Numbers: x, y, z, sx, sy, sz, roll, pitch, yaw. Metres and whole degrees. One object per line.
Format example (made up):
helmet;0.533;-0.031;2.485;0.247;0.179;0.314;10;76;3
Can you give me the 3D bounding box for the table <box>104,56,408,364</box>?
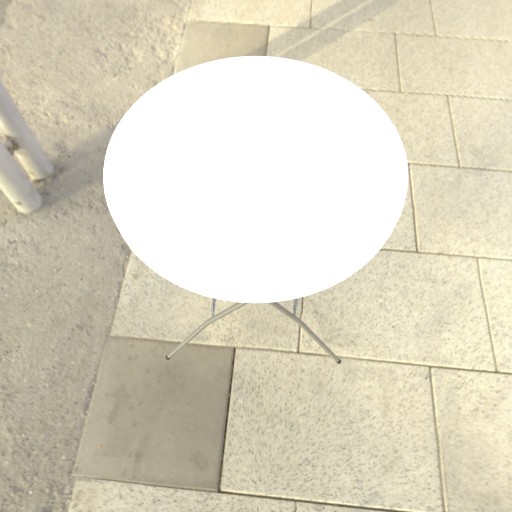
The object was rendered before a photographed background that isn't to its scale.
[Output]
table;0.000;0.000;1.645;0.795;1.105;0.792;3;62;1
